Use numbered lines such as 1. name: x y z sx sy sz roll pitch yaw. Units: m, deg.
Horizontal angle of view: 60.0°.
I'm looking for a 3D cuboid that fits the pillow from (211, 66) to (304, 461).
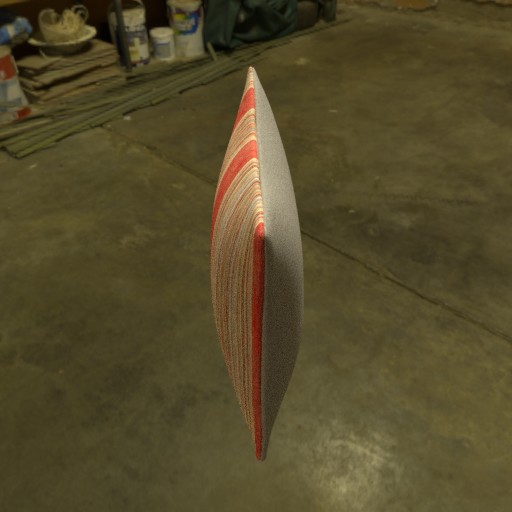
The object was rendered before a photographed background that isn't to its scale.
1. pillow: 0.000 0.000 0.666 0.136 0.419 0.437 -1 41 -1
